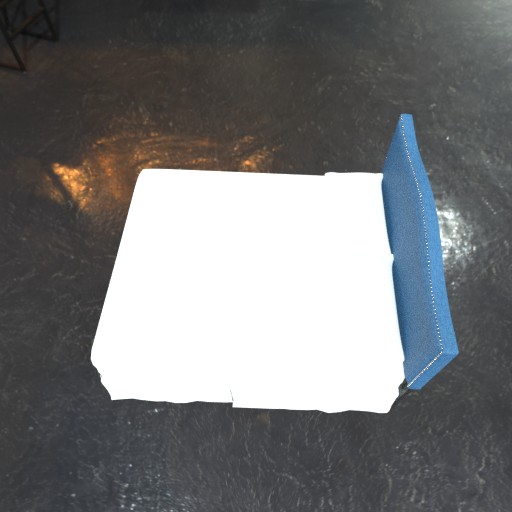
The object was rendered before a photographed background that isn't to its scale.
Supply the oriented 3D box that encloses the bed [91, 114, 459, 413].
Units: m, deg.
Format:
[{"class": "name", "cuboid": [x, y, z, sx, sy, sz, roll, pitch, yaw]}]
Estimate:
[{"class": "bed", "cuboid": [0.000, 0.000, 2.823, 1.872, 1.169, 1.610, 3, 57, 2]}]
